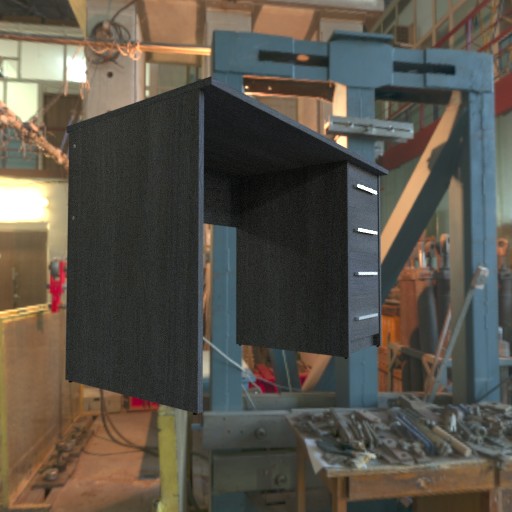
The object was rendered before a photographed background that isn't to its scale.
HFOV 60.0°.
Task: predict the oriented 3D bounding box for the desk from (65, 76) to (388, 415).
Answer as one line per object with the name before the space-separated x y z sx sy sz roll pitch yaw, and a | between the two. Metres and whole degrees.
desk | 0.000 0.000 1.545 0.560 0.730 1.096 -2 -3 36
